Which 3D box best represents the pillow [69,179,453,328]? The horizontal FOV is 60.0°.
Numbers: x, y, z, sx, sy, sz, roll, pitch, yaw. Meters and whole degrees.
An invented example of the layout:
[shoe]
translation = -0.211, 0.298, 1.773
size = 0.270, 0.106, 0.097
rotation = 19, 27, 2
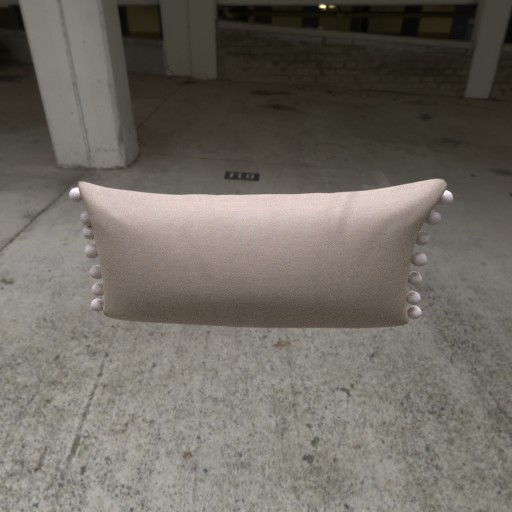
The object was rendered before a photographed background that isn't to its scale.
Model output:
[pillow]
translation = 0.000, 0.000, 0.861
size = 0.709, 0.322, 0.201
rotation = 1, 31, 2
